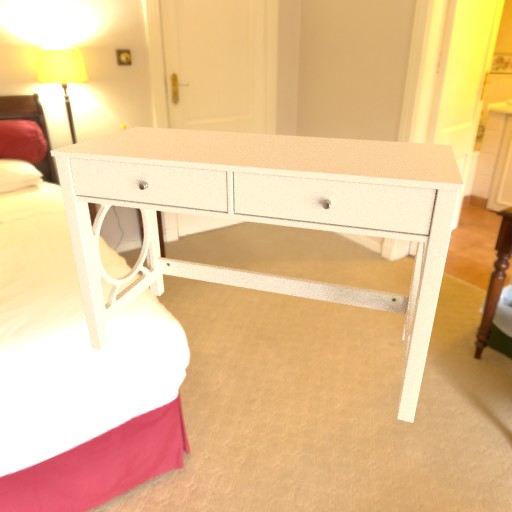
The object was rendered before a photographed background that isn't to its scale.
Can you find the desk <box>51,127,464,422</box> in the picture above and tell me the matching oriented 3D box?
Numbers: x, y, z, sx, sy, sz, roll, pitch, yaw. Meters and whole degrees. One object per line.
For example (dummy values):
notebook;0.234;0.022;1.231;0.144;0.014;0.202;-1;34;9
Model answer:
desk;0.000;0.000;1.578;1.191;0.762;0.504;8;26;17
